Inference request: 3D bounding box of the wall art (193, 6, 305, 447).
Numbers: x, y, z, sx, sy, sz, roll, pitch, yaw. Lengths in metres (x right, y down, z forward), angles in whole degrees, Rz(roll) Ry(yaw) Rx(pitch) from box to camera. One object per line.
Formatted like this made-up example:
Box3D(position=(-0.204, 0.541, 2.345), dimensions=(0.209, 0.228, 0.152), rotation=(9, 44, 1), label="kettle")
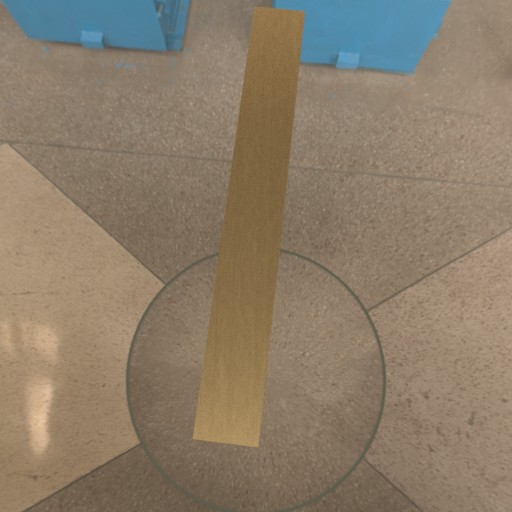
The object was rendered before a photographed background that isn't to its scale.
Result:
Box3D(position=(0.000, 0.000, 0.440), dimensions=(0.038, 0.305, 0.304), rotation=(6, 75, 2), label="wall art")
